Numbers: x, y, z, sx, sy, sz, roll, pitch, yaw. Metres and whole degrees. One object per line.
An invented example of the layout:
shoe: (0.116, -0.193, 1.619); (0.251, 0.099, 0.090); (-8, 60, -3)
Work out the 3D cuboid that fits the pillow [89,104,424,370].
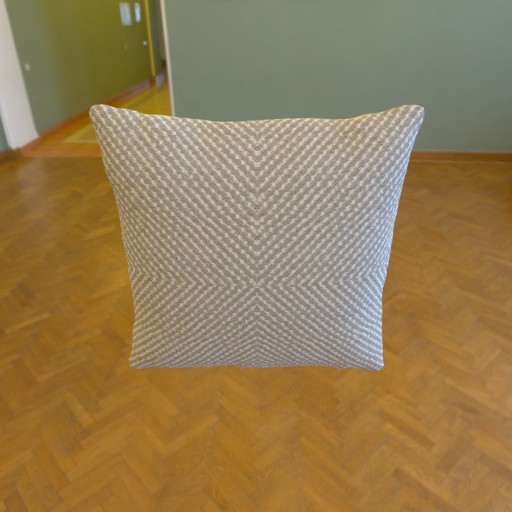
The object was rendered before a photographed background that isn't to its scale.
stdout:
pillow: (0.000, 0.000, 0.703); (0.459, 0.458, 0.181); (0, 29, 1)
